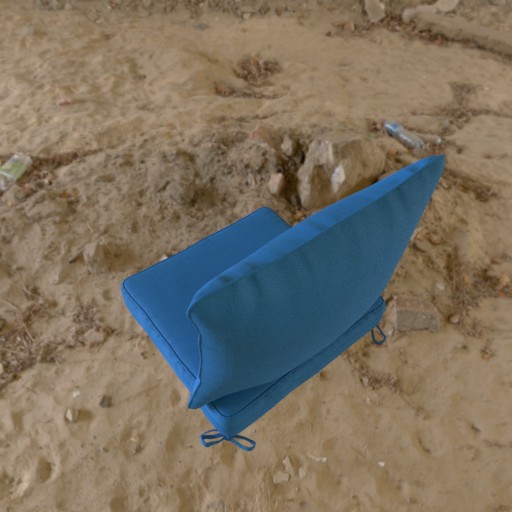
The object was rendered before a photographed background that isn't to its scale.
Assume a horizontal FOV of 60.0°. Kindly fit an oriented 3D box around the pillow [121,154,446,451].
[{"bbox_3d":[0.000,0.000,1.352,0.798,0.725,0.733,-30,54,-25],"label":"pillow"}]
